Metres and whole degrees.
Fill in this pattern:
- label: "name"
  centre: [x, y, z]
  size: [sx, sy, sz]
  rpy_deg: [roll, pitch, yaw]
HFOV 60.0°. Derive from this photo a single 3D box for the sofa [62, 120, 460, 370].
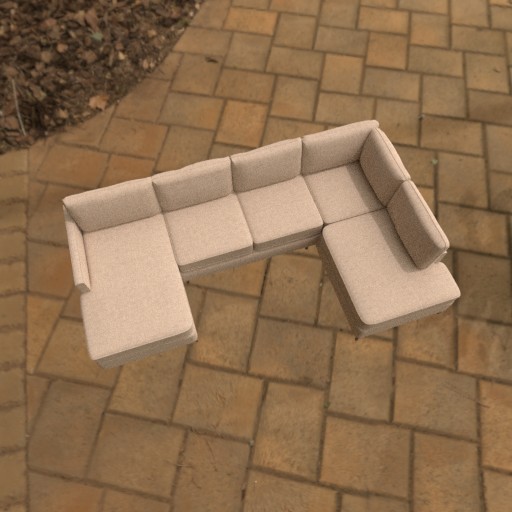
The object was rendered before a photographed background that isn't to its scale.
- label: "sofa"
  centre: [0.000, 0.000, 4.366]
  size: [3.423, 0.996, 2.021]
  rpy_deg: [-16, 64, -8]
